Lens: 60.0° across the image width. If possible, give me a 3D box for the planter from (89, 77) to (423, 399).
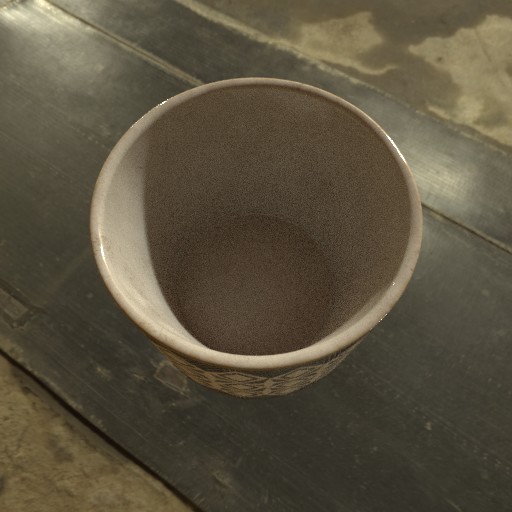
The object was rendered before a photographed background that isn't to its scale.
[{"bbox_3d":[0.000,0.000,0.217,0.126,0.104,0.126,0,66,0],"label":"planter"}]
